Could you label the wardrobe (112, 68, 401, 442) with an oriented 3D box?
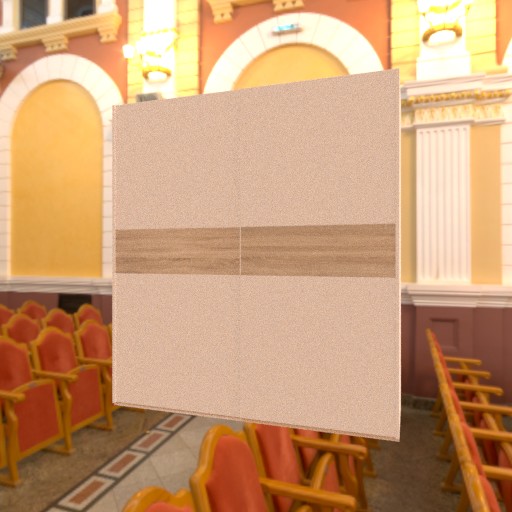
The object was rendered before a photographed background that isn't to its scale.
[{"bbox_3d":[0.000,0.000,2.959,1.830,2.020,0.600,0,0,19],"label":"wardrobe"}]
